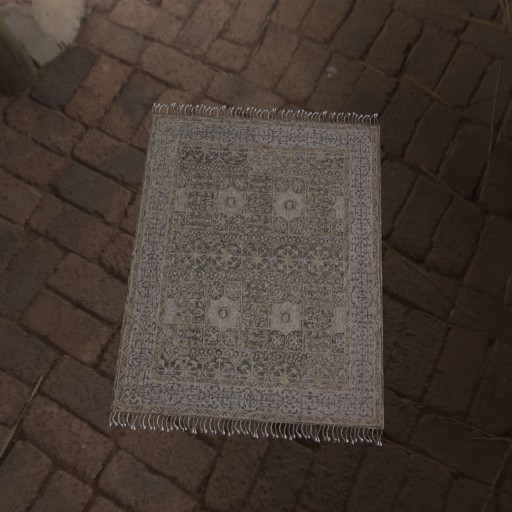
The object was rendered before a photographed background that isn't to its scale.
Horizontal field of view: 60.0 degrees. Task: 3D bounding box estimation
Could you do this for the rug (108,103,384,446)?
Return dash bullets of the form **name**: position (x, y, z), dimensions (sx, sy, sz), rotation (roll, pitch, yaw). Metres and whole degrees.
- **rug**: position (0.000, 0.000, 4.309), dimensions (2.431, 0.017, 3.291), rotation (3, 75, 1)
